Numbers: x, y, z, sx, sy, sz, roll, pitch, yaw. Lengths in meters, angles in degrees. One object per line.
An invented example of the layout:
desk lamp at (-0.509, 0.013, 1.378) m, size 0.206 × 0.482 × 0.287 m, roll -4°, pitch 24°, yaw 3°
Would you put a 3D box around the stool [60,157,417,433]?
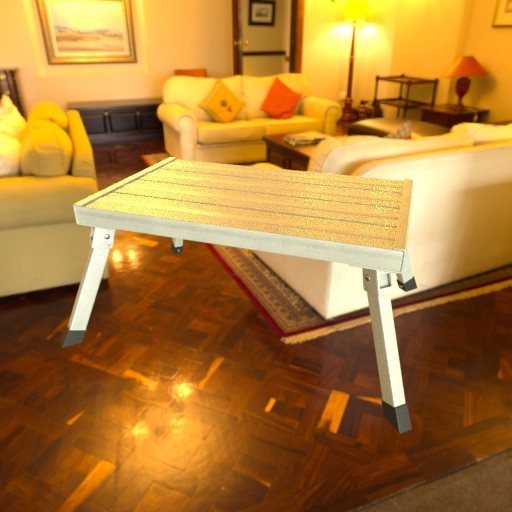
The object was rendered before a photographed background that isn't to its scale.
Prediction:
stool at (0.000, 0.000, 0.732) m, size 0.535 × 0.225 × 0.385 m, roll 9°, pitch 28°, yaw 17°
